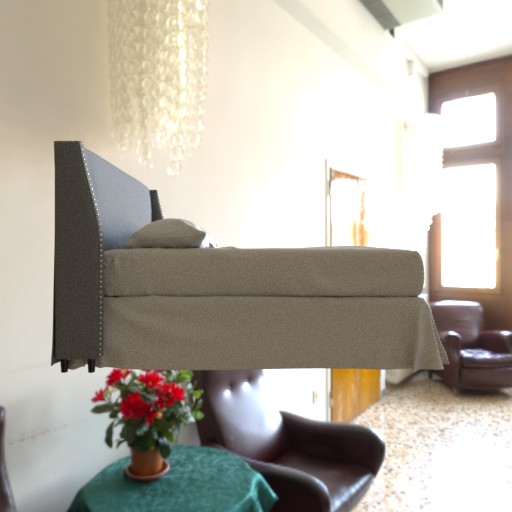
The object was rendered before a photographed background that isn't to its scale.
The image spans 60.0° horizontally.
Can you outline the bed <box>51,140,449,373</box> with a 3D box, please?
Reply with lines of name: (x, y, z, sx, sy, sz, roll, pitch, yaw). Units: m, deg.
bed: (0.000, 0.000, 3.408, 2.276, 1.332, 1.925, 0, 0, 1)
